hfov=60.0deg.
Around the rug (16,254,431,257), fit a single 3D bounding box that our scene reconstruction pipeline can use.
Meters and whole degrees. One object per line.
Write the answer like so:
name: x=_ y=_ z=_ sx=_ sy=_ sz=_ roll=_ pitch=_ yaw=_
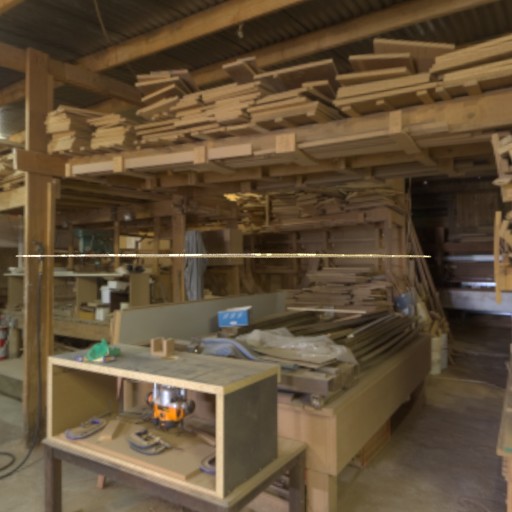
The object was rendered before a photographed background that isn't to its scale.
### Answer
rug: x=0.000 y=0.000 z=4.320 sx=2.441 sy=0.020 sz=3.419 roll=0 pitch=0 yaw=35
